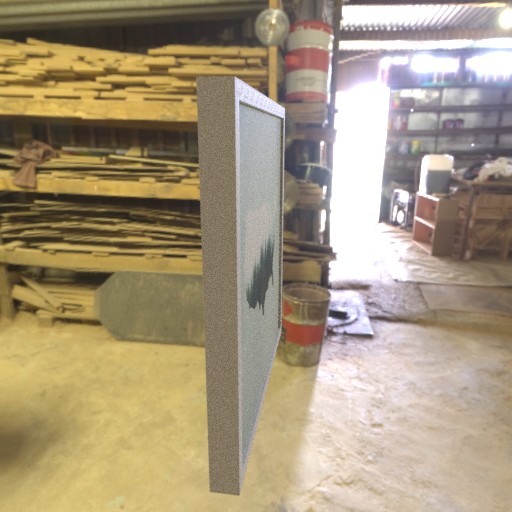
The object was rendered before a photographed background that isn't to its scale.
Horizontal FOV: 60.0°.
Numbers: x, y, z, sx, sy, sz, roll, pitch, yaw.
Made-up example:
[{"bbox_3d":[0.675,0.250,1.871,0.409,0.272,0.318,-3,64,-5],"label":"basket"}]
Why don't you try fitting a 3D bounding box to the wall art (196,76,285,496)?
[{"bbox_3d":[0.000,0.000,0.755,0.040,0.509,0.509,2,15,9],"label":"wall art"}]
